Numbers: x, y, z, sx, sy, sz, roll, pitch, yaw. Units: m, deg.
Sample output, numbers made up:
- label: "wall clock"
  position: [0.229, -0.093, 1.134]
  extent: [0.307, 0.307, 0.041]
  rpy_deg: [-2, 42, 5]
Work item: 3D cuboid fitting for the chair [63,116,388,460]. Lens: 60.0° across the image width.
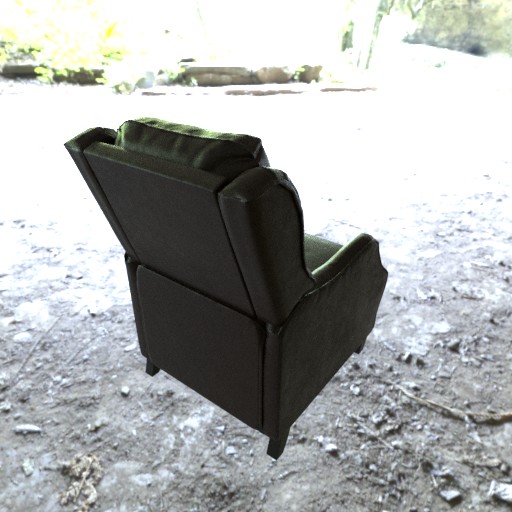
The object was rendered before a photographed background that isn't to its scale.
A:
- label: "chair"
  position: [0.000, 0.000, 1.726]
  extent: [0.770, 1.132, 0.982]
  rpy_deg: [21, 36, 32]
